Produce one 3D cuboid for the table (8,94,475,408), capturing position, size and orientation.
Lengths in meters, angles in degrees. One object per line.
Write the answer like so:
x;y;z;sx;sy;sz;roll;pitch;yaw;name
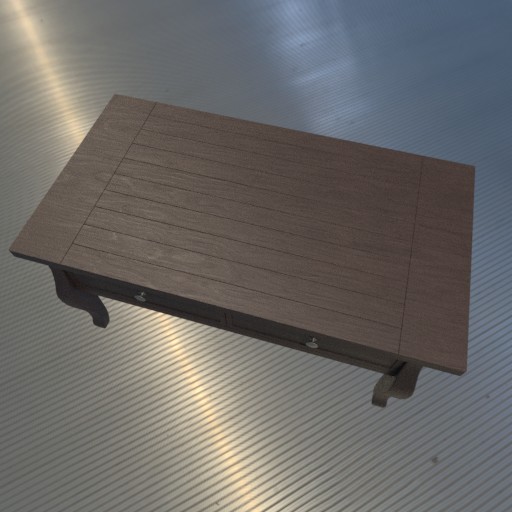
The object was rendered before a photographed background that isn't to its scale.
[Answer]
0.000;0.000;1.337;1.062;0.494;0.600;14;60;8;table
